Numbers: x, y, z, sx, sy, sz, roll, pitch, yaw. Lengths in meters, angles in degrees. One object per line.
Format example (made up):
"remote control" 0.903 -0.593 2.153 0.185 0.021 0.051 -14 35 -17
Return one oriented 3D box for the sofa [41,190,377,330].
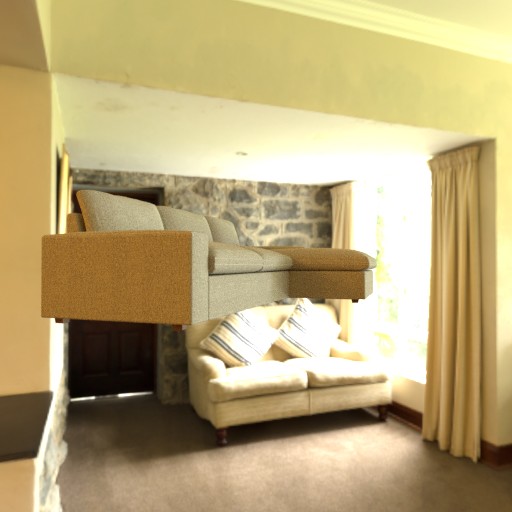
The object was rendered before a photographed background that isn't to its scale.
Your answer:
"sofa" 0.000 0.000 3.566 1.689 0.813 2.718 0 -1 19
